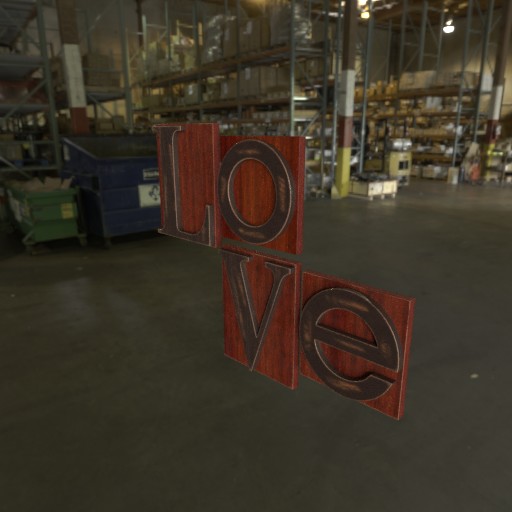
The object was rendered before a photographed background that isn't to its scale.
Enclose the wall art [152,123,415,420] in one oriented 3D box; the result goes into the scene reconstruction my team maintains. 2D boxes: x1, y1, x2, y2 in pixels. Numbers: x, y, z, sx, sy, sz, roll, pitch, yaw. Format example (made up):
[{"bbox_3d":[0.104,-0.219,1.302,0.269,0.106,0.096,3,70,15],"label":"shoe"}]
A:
[{"bbox_3d":[0.000,0.000,0.860,0.635,0.497,0.030,15,22,42],"label":"wall art"}]
